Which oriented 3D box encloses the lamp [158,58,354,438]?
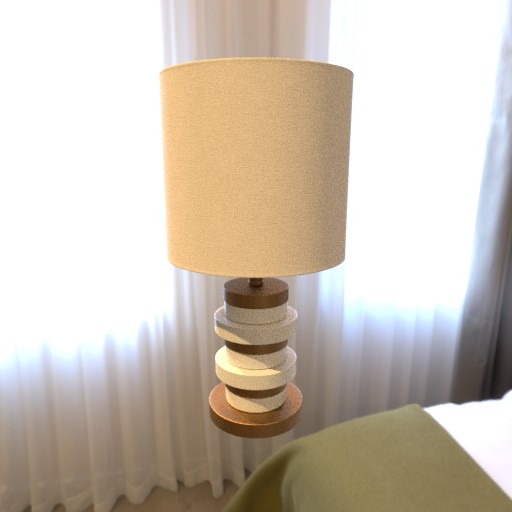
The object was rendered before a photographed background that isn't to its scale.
[{"bbox_3d":[0.000,0.000,0.531,0.210,0.410,0.210,-12,18,-42],"label":"lamp"}]
